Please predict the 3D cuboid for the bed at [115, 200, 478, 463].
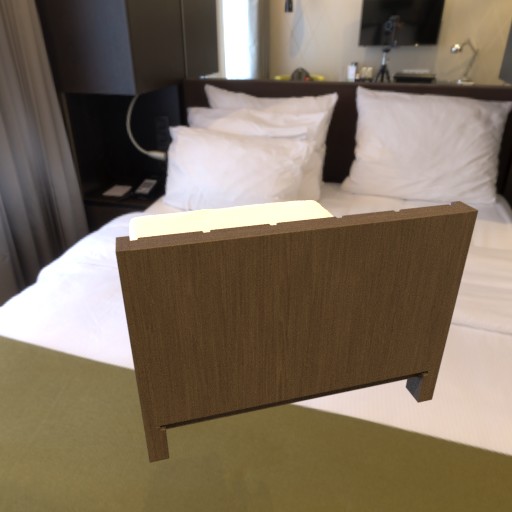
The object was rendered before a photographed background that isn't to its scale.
[{"bbox_3d":[0.000,0.000,3.127,1.735,1.261,1.992,-7,28,-13],"label":"bed"}]
